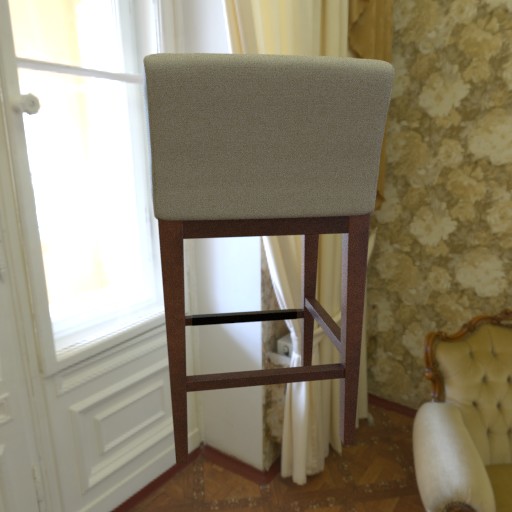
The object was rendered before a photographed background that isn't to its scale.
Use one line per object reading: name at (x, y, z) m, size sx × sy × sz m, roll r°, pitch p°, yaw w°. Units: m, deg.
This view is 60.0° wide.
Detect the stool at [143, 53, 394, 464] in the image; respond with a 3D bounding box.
stool at (0.000, 0.000, 1.196) m, size 0.511 × 0.937 × 0.500 m, roll -2°, pitch 15°, yaw -9°
